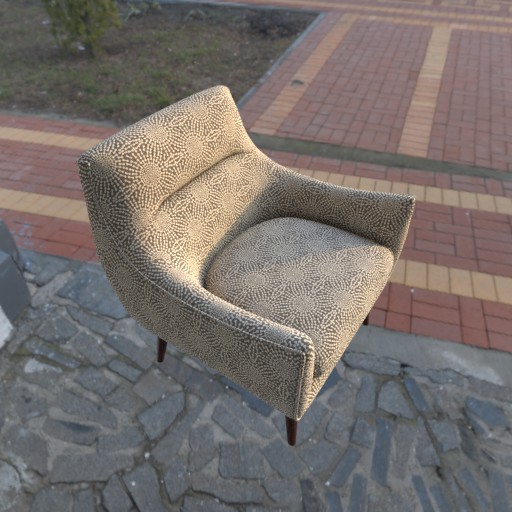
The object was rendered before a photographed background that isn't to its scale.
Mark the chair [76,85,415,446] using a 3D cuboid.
[{"bbox_3d":[0.000,0.000,1.470,0.787,0.838,0.762,24,47,25],"label":"chair"}]
